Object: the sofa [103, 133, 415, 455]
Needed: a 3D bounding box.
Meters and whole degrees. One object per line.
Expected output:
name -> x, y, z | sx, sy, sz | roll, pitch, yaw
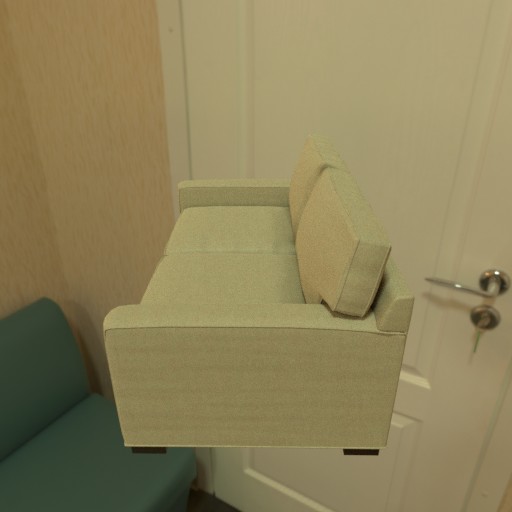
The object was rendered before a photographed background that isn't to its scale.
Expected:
sofa -> 0.000, 0.000, 2.044 | 0.942, 0.853, 1.484 | 0, 27, 1
